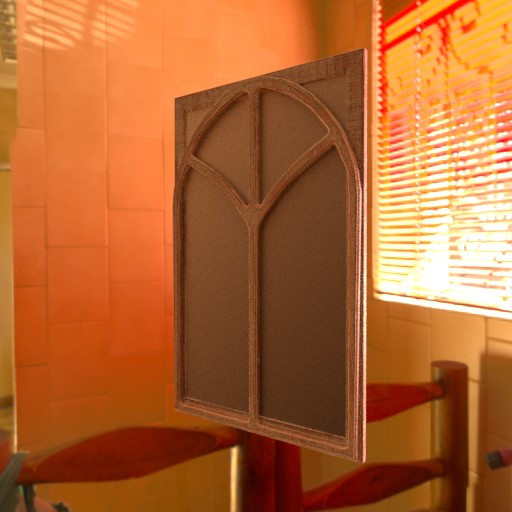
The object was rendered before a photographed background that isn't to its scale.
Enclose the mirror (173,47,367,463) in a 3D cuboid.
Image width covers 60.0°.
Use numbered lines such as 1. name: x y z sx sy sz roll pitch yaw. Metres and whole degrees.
1. mirror: 0.000 0.000 0.977 0.495 0.787 0.058 1 1 34
